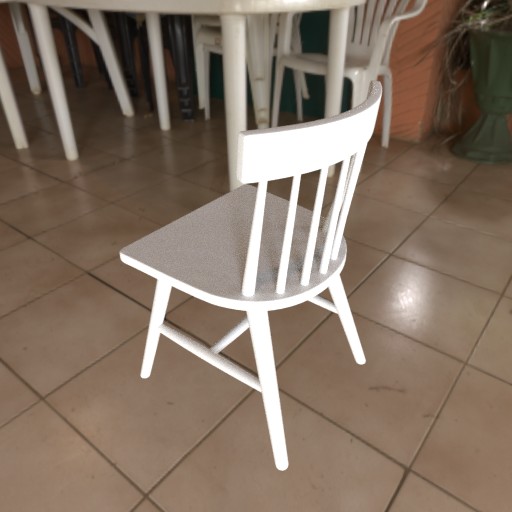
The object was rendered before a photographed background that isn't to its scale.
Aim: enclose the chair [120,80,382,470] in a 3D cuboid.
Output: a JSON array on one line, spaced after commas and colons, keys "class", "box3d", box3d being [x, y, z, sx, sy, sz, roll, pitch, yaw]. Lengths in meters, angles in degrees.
[{"class": "chair", "box3d": [0.000, 0.000, 1.098, 0.500, 0.787, 0.483, 22, 39, 30]}]
